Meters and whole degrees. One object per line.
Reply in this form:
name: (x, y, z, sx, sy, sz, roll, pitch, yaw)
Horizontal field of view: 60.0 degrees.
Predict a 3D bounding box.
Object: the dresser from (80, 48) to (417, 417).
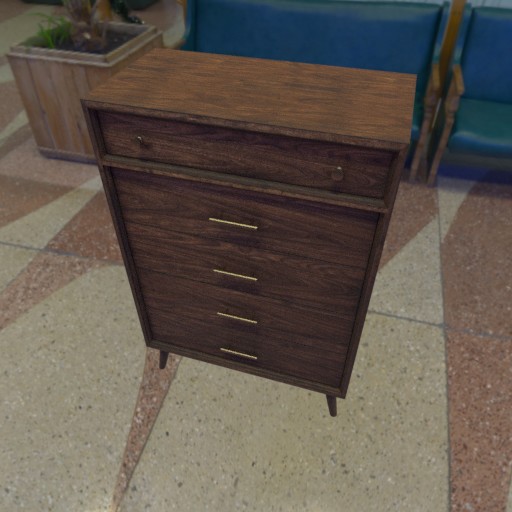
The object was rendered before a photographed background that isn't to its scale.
dresser: (0.000, 0.000, 1.789, 0.919, 1.365, 0.498, 12, 43, 13)
